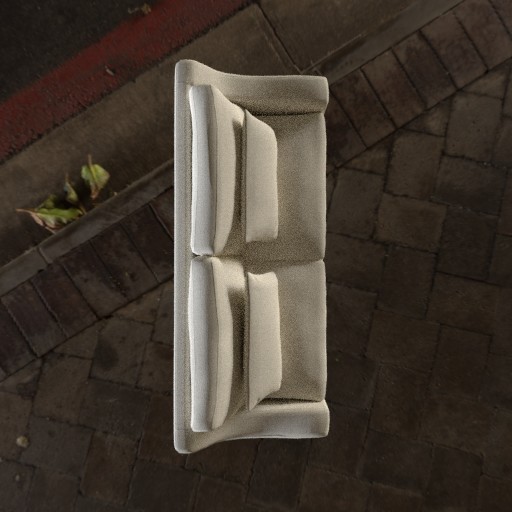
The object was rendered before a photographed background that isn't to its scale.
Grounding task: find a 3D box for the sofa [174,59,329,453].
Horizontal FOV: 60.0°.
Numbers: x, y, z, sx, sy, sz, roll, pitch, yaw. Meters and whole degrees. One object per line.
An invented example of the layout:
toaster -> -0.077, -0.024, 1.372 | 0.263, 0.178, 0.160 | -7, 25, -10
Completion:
sofa -> 0.000, 0.000, 3.095 | 1.009, 1.022, 2.470 | 0, 89, 2
